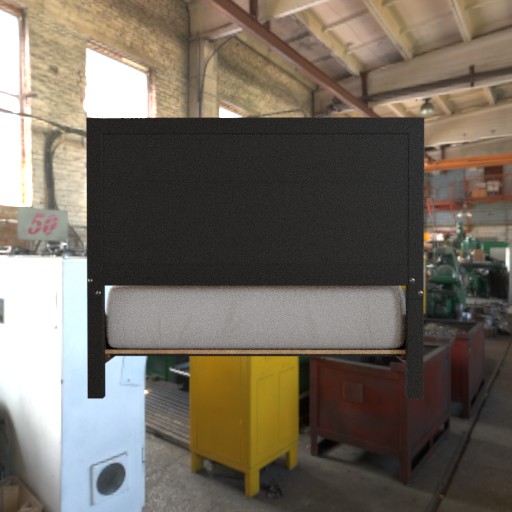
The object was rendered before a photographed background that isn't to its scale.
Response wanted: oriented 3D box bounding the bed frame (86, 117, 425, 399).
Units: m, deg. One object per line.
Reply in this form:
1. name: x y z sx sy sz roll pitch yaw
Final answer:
1. bed frame: 0.000 0.000 3.363 1.696 1.417 2.276 0 1 0
